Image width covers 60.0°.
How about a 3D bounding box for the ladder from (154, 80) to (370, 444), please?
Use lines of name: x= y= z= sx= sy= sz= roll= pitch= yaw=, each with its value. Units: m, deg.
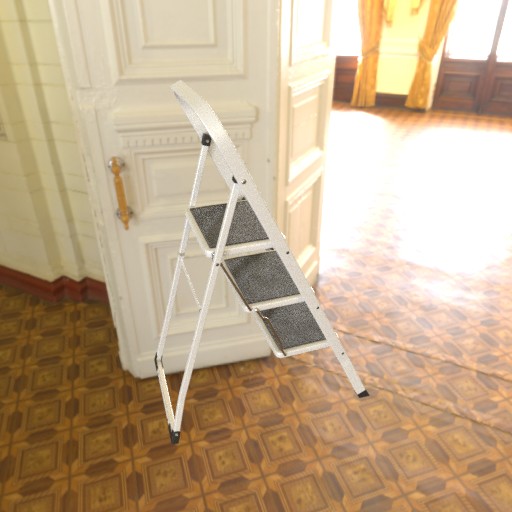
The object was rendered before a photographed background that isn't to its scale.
ladder: x=0.000 y=0.000 z=1.425 sx=0.711 sy=1.050 sz=0.460 roll=-10 pitch=32 yaw=-16
